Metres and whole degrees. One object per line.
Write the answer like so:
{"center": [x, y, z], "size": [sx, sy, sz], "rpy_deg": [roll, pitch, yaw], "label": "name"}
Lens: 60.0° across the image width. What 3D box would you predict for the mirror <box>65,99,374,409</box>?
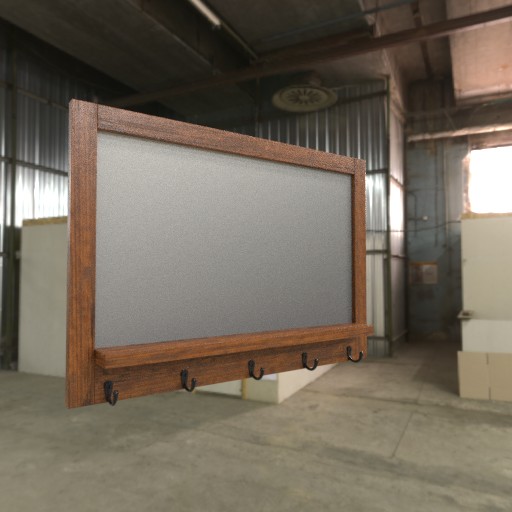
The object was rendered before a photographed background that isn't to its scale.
{"center": [0.000, 0.000, 0.967], "size": [0.758, 0.537, 0.084], "rpy_deg": [1, -2, -35], "label": "mirror"}
